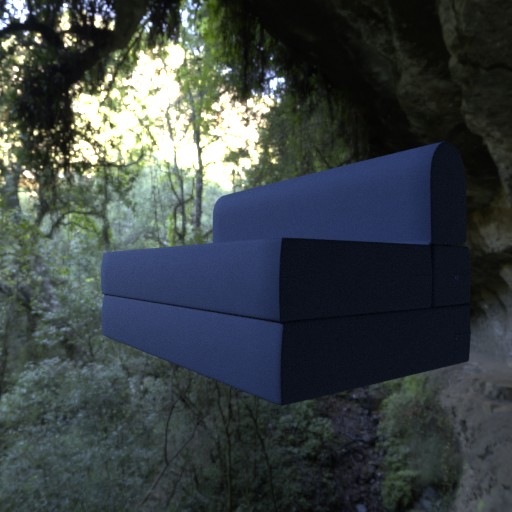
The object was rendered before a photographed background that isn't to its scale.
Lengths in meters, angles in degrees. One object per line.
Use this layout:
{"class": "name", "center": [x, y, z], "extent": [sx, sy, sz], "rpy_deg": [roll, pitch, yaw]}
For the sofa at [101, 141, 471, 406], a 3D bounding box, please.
{"class": "sofa", "center": [0.000, 0.000, 1.627], "extent": [0.762, 0.660, 1.219], "rpy_deg": [1, -2, -36]}
